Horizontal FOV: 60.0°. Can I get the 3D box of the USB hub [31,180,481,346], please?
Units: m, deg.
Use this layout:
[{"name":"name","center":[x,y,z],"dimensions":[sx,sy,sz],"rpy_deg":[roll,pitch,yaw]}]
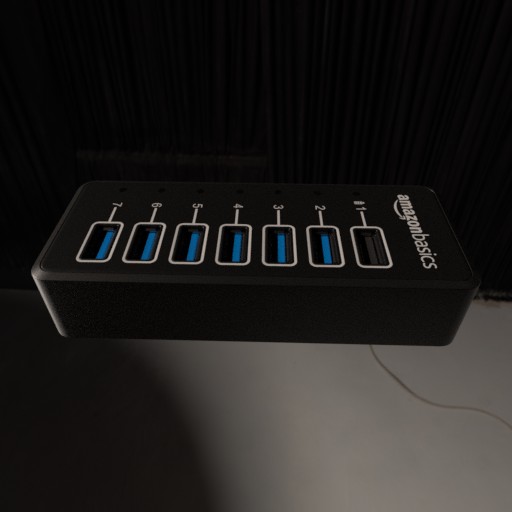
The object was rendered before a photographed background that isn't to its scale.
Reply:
[{"name":"USB hub","center":[0.000,0.000,0.129],"dimensions":[0.110,0.023,0.044],"rpy_deg":[1,42,1]}]
